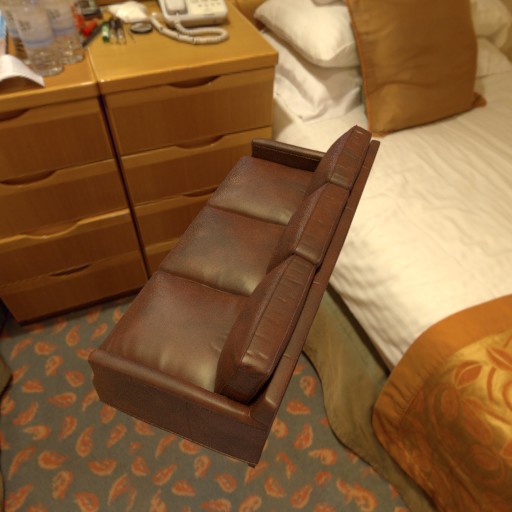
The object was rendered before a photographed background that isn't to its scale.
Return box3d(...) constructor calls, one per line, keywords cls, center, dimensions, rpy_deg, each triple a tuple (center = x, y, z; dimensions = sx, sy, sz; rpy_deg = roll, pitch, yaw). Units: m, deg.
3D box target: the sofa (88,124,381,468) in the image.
box3d(cls="sofa", center=(0.000, 0.000, 2.889), dimensions=(1.084, 1.003, 2.240), rpy_deg=(17, 49, 15))
